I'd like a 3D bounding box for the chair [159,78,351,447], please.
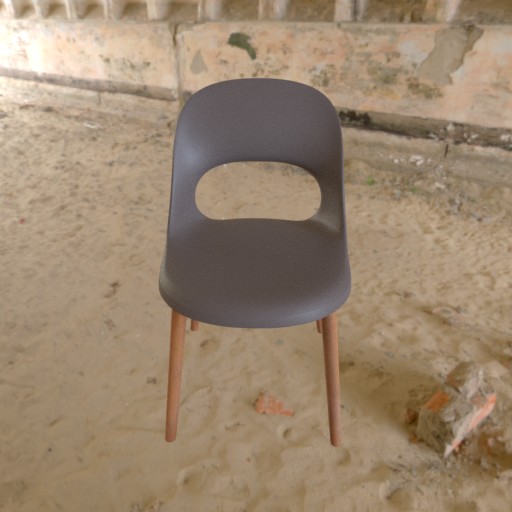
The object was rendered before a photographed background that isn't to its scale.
[{"bbox_3d":[0.000,0.000,1.151,0.470,0.794,0.556,1,29,2],"label":"chair"}]
